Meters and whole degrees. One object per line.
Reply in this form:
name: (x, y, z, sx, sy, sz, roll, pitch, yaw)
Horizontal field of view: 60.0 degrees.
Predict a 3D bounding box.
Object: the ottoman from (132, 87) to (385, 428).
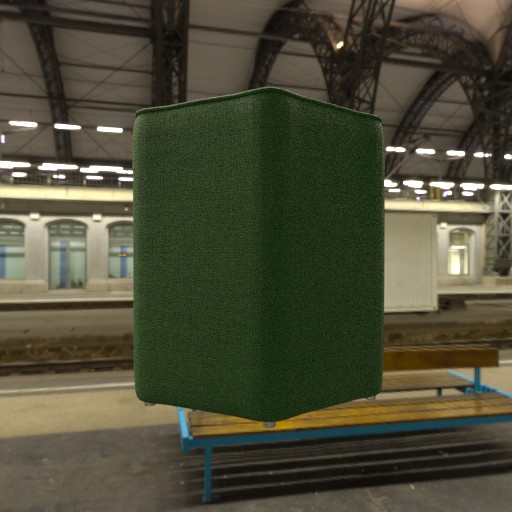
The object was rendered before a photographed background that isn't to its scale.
ottoman: (0.000, 0.000, 0.883, 0.499, 0.507, 0.444, 0, 0, -35)
